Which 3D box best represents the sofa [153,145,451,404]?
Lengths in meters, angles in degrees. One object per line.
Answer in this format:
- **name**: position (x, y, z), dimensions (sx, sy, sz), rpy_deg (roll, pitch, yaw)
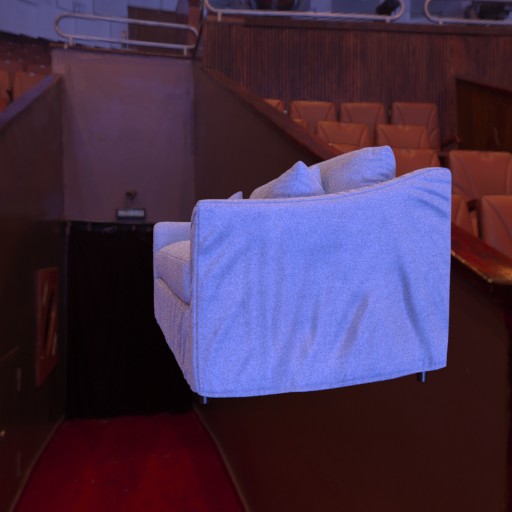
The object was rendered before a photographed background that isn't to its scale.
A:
- **sofa**: position (0.000, 0.000, 2.575), dimensions (1.072, 1.018, 2.010), rpy_deg (0, 1, -17)
